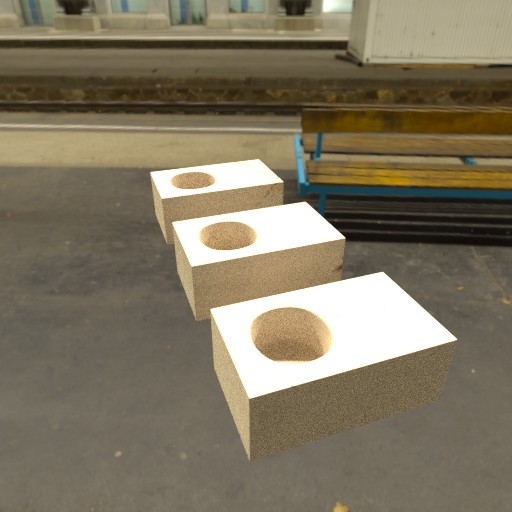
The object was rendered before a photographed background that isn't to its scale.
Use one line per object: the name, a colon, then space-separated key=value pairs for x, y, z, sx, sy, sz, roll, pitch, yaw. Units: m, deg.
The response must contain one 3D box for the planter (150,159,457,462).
planter: x=0.000 y=0.000 z=0.384 sx=0.127 sy=0.051 sz=0.333 roll=-11 pitch=33 yaw=-17
